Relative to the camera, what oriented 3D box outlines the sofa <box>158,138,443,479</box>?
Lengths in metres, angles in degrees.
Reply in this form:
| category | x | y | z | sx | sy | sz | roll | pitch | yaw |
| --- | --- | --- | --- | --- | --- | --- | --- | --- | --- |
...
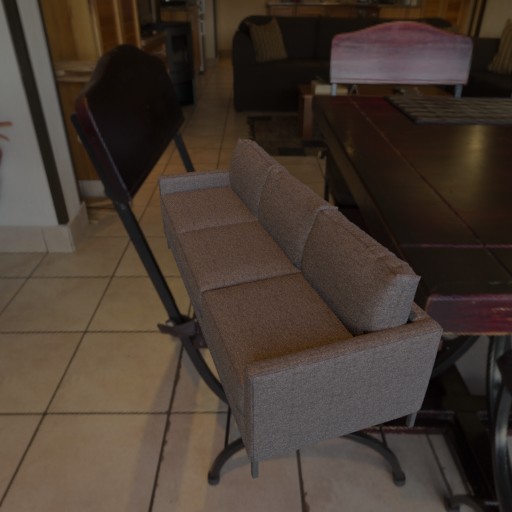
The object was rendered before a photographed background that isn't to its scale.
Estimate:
| category | x | y | z | sx | sy | sz | roll | pitch | yaw |
| --- | --- | --- | --- | --- | --- | --- | --- | --- | --- |
| sofa | 0.000 | 0.000 | 2.694 | 0.876 | 0.882 | 2.253 | -10 | 32 | -17 |
